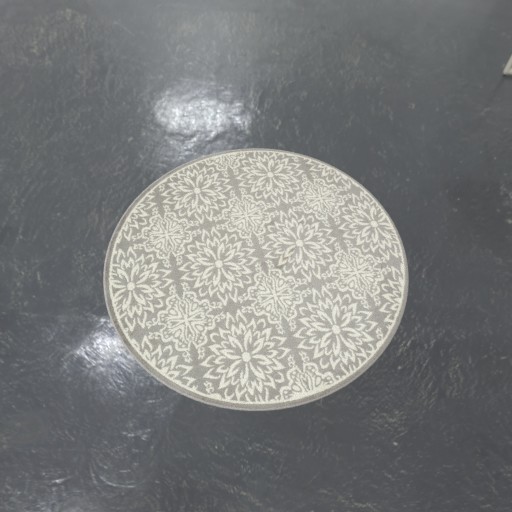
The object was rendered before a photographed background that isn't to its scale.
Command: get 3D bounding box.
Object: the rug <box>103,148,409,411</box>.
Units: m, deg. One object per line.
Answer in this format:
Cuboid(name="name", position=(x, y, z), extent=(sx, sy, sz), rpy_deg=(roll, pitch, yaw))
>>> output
Cuboid(name="rug", position=(0.000, 0.000, 2.350), extent=(1.593, 0.012, 1.593), rpy_deg=(0, 58, 0))
